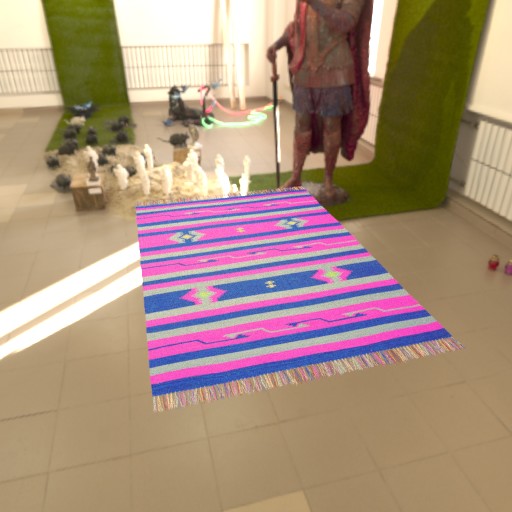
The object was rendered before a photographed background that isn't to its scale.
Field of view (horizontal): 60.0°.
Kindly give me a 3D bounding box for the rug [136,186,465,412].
[{"bbox_3d":[0.000,0.000,3.007,1.539,0.013,2.350,-8,31,-13],"label":"rug"}]
